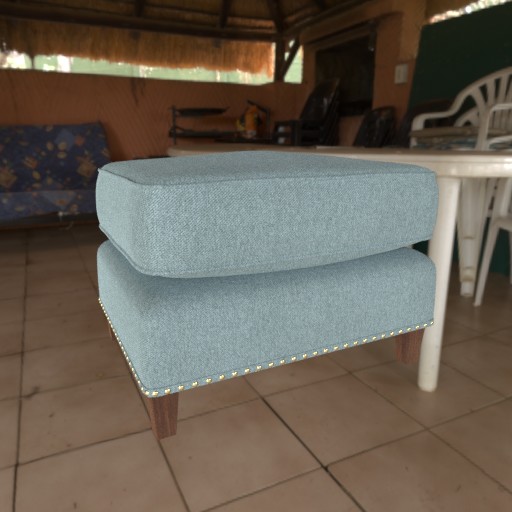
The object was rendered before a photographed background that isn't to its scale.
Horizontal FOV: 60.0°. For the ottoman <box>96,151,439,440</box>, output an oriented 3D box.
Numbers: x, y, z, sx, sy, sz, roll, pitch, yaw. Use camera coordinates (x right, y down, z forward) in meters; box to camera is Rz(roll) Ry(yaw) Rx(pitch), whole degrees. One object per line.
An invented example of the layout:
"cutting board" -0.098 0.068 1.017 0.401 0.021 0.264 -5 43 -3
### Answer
"ottoman" 0.000 0.000 1.161 0.738 0.537 0.589 -7 16 -26
